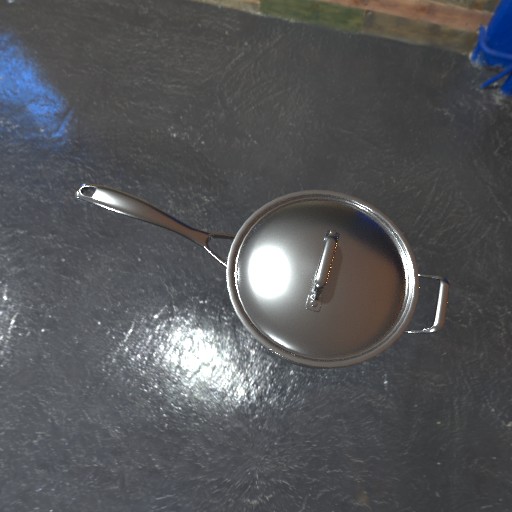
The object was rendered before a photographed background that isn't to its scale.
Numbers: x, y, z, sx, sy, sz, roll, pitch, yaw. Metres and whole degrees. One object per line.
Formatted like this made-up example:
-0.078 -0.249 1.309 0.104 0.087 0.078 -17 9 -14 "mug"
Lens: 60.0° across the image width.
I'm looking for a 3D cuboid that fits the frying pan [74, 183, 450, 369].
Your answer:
0.000 0.000 0.589 0.492 0.111 0.245 16 66 7 "frying pan"
